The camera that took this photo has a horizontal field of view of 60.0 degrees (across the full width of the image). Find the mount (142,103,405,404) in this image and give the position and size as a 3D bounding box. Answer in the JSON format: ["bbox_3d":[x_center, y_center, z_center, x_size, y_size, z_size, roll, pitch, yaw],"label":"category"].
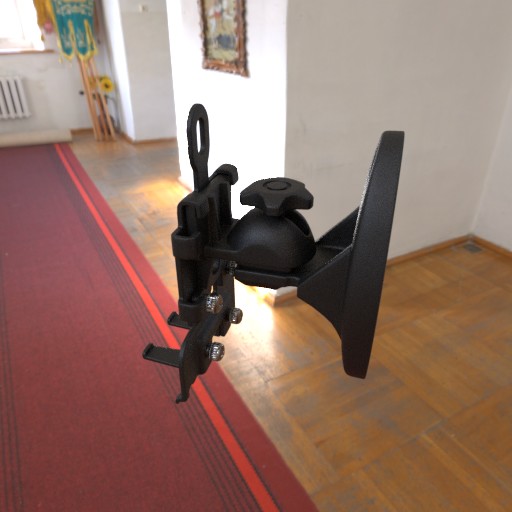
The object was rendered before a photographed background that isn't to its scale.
[{"bbox_3d":[0.000,0.000,0.182,0.100,0.118,0.066,8,31,14],"label":"mount"}]
